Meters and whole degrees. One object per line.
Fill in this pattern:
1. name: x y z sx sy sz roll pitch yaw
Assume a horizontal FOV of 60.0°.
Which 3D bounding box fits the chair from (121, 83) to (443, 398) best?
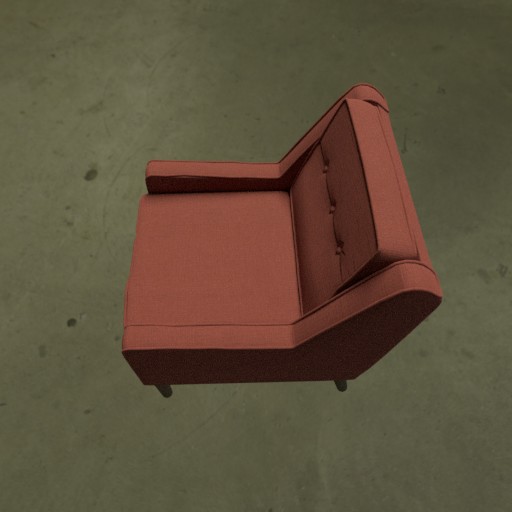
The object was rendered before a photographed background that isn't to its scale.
1. chair: 0.000 0.000 1.378 0.770 0.812 0.680 -2 57 -1
